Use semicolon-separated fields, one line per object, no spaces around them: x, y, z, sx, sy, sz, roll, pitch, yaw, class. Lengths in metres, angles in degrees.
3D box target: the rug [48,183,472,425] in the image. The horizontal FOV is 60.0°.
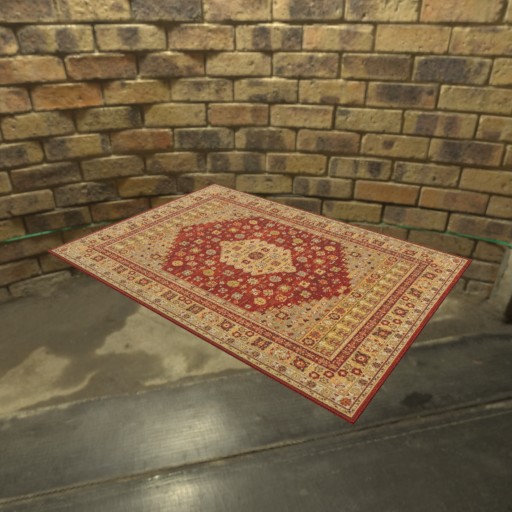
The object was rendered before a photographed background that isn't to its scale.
0.000;0.000;2.839;2.211;0.013;1.593;21;36;33;rug
